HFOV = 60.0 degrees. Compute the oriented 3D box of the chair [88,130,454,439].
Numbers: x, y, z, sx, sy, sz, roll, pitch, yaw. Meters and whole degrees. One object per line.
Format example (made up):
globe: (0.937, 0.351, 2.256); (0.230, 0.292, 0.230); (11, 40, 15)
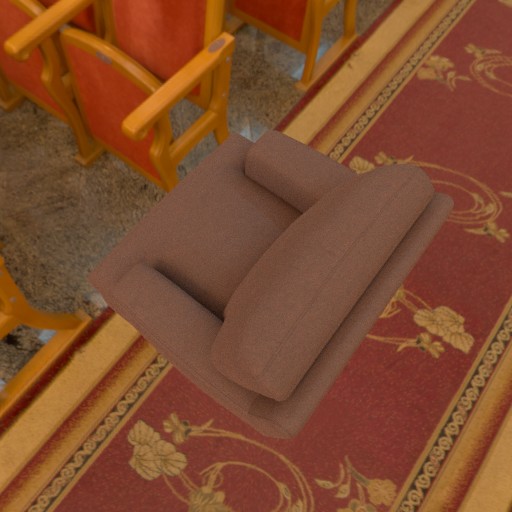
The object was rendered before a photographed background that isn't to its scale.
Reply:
chair: (0.000, 0.000, 1.981); (1.143, 0.940, 1.168); (35, 70, 15)
